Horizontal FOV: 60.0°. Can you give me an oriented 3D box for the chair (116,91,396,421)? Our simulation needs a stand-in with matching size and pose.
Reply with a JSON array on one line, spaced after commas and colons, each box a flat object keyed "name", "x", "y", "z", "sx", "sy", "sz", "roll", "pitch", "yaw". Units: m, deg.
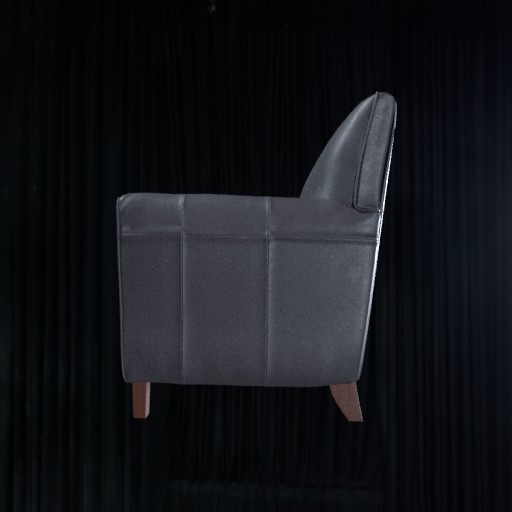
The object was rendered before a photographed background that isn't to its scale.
[{"name": "chair", "x": 0.000, "y": 0.000, "z": 1.649, "sx": 0.825, "sy": 0.943, "sz": 0.870, "roll": 0, "pitch": 2, "yaw": 2}]
